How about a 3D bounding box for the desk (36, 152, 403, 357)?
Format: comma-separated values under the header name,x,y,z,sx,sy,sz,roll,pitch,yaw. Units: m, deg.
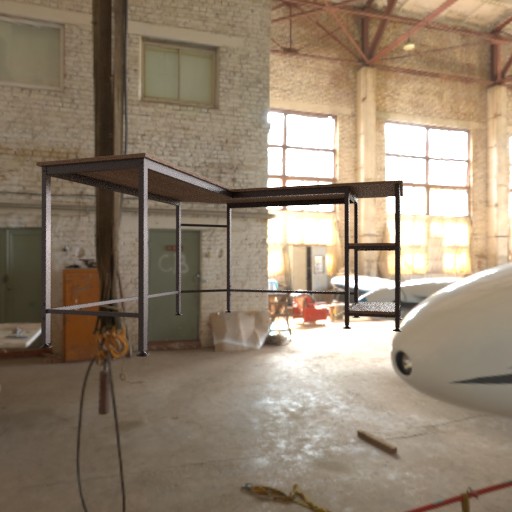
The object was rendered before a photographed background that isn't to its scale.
name,x,y,z,sx,sy,sz,roll,pitch,yaw
desk,0.000,0.000,2.192,1.379,0.739,1.379,0,0,19
